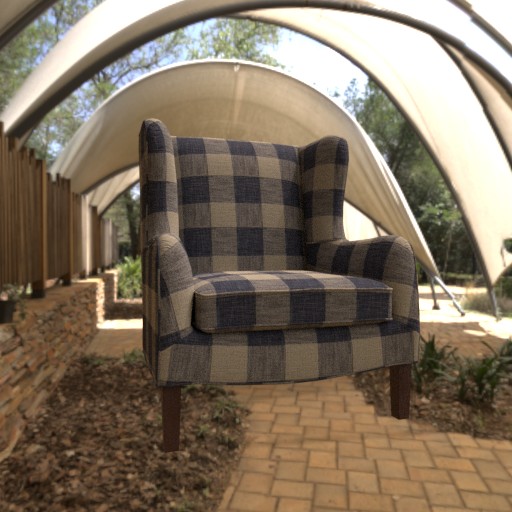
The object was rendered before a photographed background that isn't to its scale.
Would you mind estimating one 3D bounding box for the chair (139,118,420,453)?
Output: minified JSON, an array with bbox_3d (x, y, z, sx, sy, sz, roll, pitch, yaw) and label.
[{"bbox_3d":[0.000,0.000,1.683,0.830,1.041,0.889,0,1,-18],"label":"chair"}]
